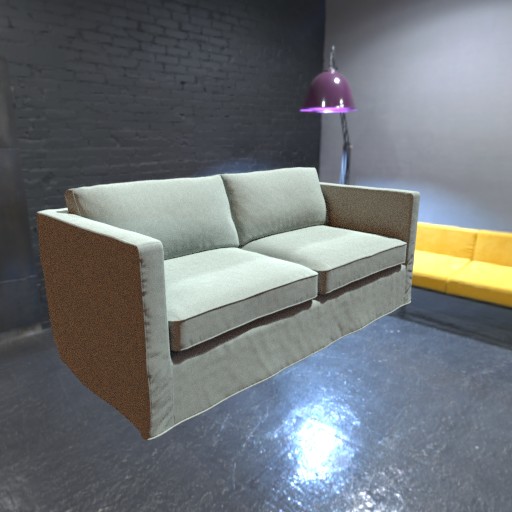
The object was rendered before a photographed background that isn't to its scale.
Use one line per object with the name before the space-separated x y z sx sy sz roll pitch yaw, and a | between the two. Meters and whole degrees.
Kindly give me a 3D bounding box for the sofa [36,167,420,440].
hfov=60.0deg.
sofa | 0.000 0.000 2.457 1.987 0.870 0.940 -15 21 -42
